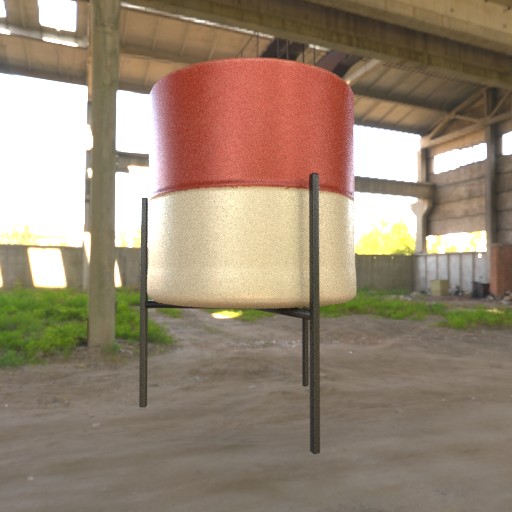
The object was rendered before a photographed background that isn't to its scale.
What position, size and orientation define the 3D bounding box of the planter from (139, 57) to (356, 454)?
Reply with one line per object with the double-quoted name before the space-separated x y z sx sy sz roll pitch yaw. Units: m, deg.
"planter" 0.000 0.000 0.518 0.235 0.354 0.251 -1 -2 35
